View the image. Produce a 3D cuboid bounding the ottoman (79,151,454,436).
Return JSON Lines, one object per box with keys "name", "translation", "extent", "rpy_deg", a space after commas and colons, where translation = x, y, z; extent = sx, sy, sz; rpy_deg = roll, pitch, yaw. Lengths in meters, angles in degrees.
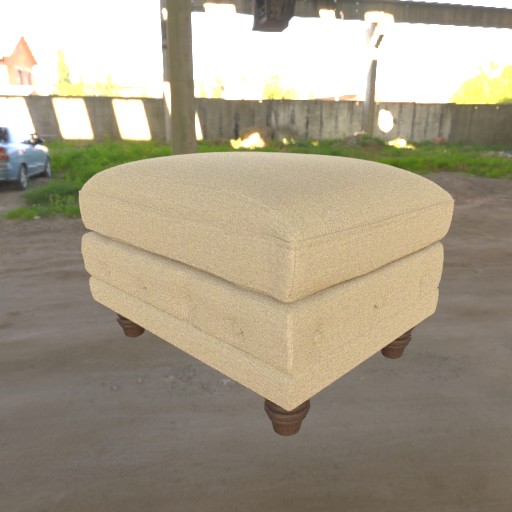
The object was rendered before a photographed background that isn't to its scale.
{"name": "ottoman", "translation": [0.000, 0.000, 1.027], "extent": [0.541, 0.463, 0.684], "rpy_deg": [-16, 23, -42]}
